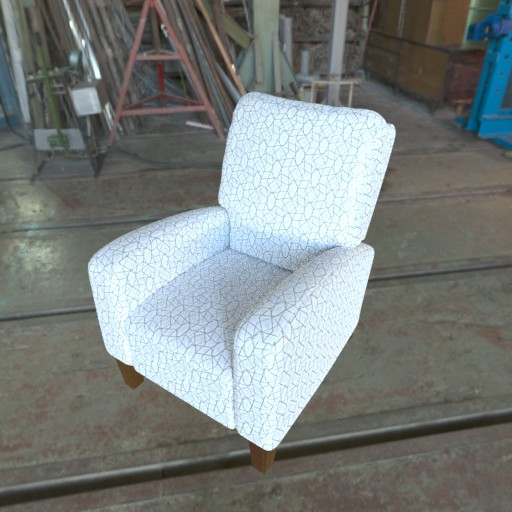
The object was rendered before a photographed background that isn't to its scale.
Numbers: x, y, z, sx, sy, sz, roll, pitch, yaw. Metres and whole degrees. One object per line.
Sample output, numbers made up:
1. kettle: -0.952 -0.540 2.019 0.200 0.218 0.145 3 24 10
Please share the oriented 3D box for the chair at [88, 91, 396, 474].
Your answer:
1. chair: 0.000 0.000 1.742 0.796 1.064 0.995 20 38 29
